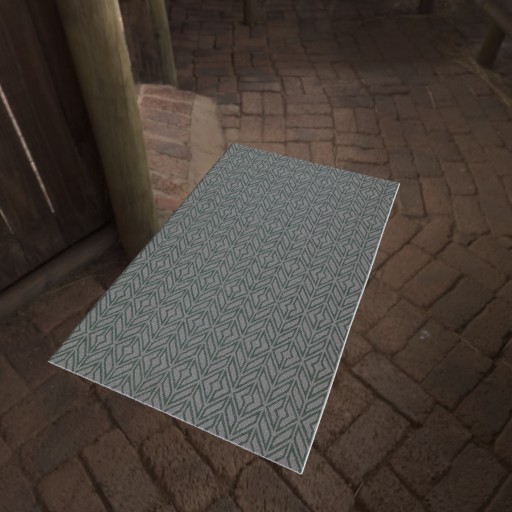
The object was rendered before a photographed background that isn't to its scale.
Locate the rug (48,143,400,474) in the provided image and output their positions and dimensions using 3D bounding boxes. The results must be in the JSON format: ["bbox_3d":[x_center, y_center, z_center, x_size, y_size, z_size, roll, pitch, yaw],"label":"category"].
[{"bbox_3d":[0.000,0.000,3.063,1.517,0.011,2.435,17,49,16],"label":"rug"}]
